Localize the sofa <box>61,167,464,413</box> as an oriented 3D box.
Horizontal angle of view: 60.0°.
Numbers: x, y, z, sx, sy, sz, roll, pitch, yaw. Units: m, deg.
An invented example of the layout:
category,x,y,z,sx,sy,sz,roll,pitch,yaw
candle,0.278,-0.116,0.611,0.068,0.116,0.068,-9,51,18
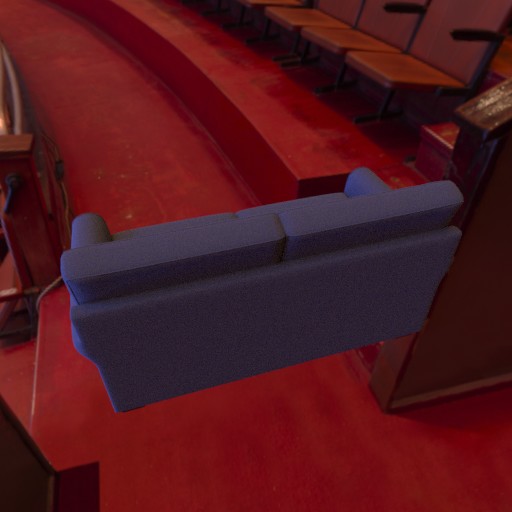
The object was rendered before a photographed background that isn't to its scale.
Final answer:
category,x,y,z,sx,sy,sz,roll,pitch,yaw
sofa,0.000,0.000,2.482,1.930,1.020,0.940,-12,42,-13
